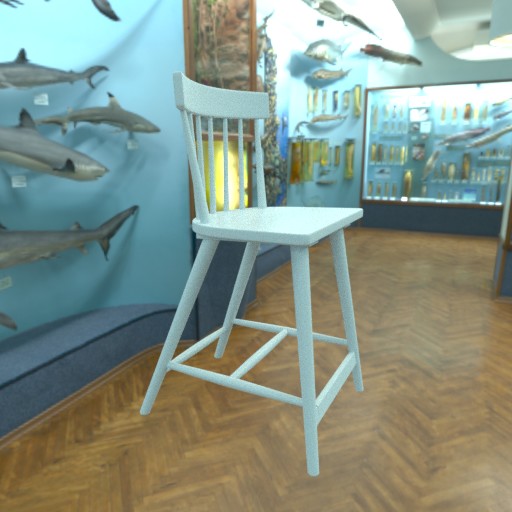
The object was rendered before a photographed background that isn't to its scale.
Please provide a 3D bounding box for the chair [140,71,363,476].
[{"bbox_3d":[0.000,0.000,1.290,0.572,0.952,0.483,7,15,27],"label":"chair"}]
